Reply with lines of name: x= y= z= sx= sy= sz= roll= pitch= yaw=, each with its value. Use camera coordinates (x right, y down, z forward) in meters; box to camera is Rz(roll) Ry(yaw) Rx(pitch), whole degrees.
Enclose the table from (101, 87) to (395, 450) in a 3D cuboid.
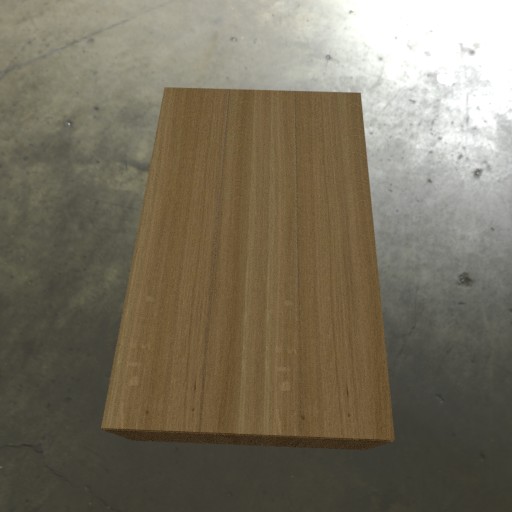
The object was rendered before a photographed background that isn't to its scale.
table: x=0.000 y=0.000 z=1.431 sx=0.678 sy=0.353 sz=1.110 roll=2 pitch=63 yaw=1
